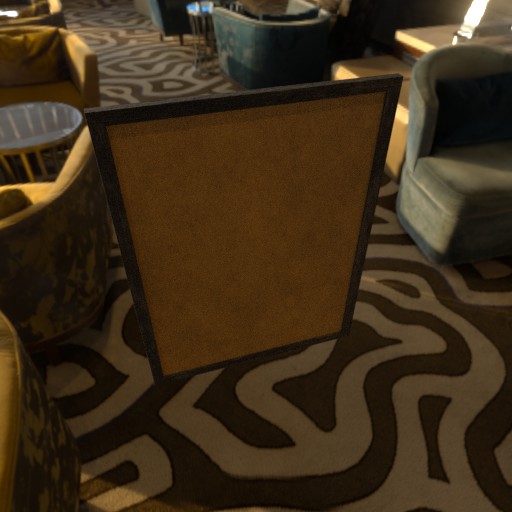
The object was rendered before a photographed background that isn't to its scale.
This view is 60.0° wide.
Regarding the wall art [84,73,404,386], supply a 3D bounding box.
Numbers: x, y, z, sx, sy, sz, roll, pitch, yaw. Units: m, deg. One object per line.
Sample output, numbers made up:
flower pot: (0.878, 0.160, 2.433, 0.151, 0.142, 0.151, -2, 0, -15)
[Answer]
wall art: (0.000, 0.000, 1.438, 0.812, 1.066, 0.029, -11, 42, -13)
